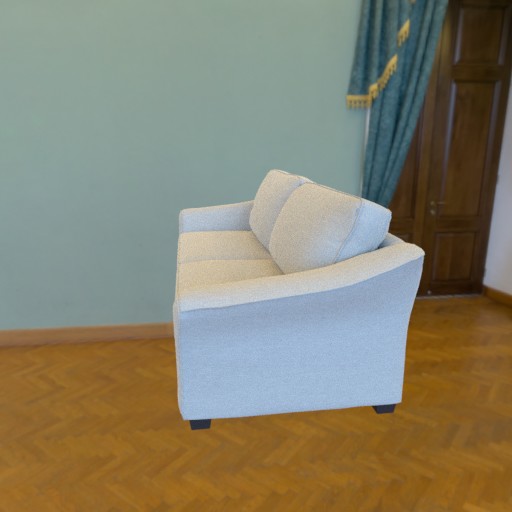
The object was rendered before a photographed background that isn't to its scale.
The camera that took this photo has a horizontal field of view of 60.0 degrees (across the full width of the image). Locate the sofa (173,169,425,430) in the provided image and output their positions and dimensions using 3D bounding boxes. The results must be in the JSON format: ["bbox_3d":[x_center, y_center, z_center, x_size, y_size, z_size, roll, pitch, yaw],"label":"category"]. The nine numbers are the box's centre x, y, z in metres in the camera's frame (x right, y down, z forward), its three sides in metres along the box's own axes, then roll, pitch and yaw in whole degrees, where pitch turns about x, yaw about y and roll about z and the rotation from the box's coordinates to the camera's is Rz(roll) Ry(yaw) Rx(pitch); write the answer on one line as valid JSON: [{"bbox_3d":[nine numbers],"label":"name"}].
[{"bbox_3d":[0.000,0.000,2.749,0.980,0.965,2.270,-2,15,-9],"label":"sofa"}]
